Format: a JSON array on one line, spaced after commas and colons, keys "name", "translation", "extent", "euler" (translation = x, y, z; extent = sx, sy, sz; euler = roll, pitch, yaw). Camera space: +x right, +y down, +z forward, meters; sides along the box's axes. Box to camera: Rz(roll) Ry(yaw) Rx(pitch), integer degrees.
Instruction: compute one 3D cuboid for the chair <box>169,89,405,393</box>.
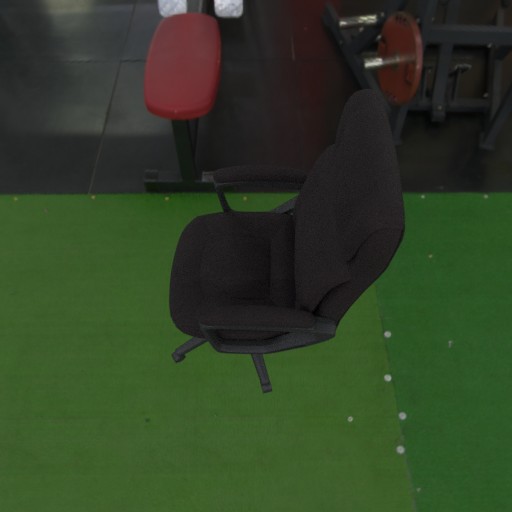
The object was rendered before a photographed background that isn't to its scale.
[{"name": "chair", "translation": [0.000, 0.000, 1.567], "extent": [0.724, 1.105, 0.667], "euler": [2, 57, 1]}]
